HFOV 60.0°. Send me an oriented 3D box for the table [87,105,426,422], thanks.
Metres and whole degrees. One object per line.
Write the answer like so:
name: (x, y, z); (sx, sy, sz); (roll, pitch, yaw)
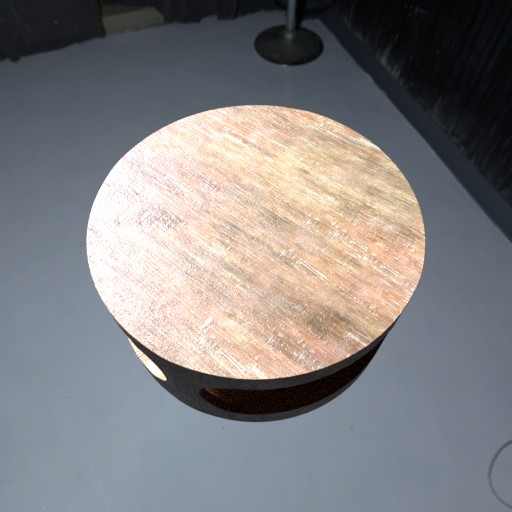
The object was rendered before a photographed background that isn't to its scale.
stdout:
table: (0.000, 0.000, 1.489); (0.974, 0.450, 0.974); (0, 57, 0)
